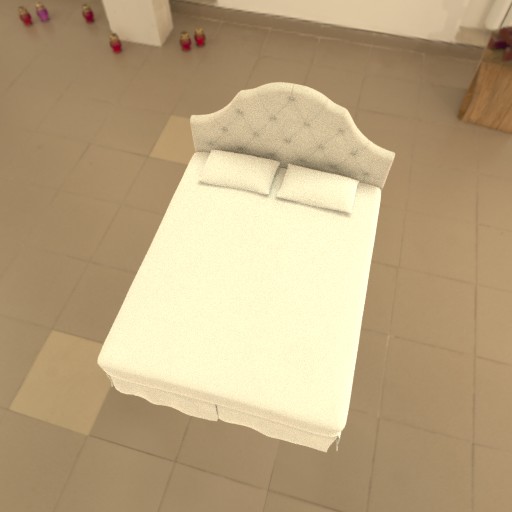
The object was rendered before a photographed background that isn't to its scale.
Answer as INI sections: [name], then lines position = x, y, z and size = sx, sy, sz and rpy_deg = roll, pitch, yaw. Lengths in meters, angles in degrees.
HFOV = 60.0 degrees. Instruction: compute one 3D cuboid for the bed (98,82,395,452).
[bed]
position = 0.000, 0.000, 3.749
size = 2.039, 1.617, 2.477
rpy_deg = 13, 59, 8
